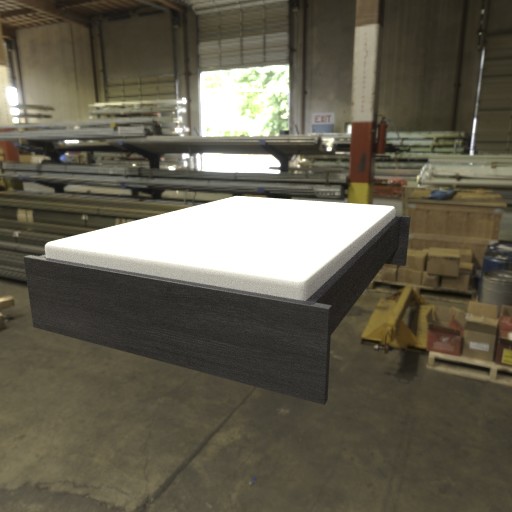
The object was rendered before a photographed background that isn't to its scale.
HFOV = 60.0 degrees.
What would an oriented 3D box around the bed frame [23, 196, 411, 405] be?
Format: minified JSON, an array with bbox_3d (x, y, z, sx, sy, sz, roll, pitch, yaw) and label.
[{"bbox_3d":[0.000,0.000,2.657,1.490,0.432,1.950,7,17,25],"label":"bed frame"}]
